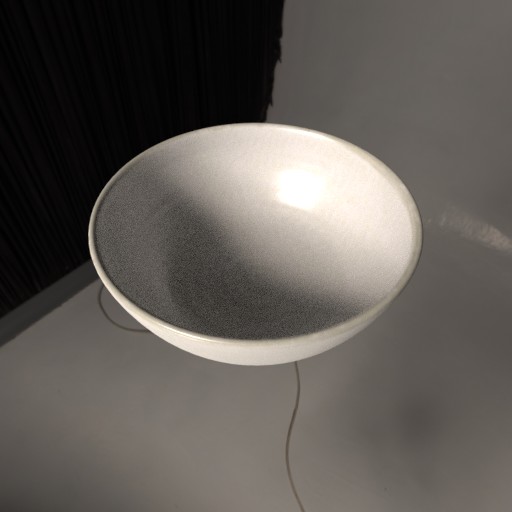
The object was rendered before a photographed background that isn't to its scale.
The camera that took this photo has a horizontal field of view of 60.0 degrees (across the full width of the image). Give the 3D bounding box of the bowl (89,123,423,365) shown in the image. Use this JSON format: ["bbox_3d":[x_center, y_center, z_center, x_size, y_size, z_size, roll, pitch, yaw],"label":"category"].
[{"bbox_3d":[0.000,0.000,0.408,0.268,0.121,0.268,0,46,0],"label":"bowl"}]
